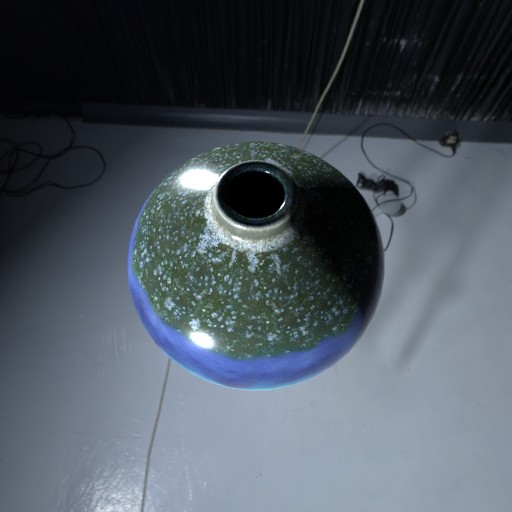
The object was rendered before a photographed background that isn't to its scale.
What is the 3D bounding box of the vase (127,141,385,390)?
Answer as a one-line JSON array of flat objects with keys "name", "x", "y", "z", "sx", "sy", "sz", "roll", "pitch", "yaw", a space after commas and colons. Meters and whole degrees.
[{"name": "vase", "x": 0.000, "y": 0.000, "z": 0.267, "sx": 0.154, "sy": 0.133, "sz": 0.154, "roll": 0, "pitch": 64, "yaw": 0}]
